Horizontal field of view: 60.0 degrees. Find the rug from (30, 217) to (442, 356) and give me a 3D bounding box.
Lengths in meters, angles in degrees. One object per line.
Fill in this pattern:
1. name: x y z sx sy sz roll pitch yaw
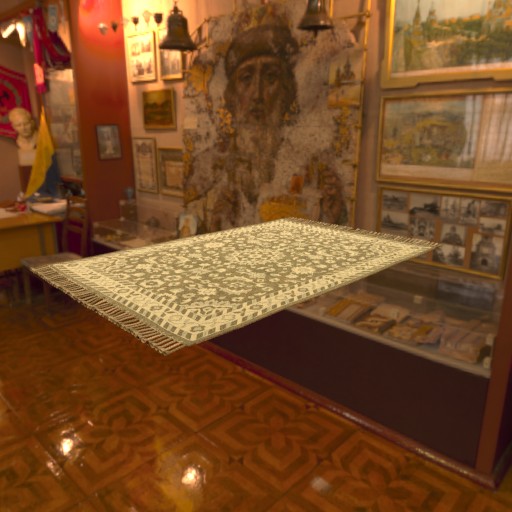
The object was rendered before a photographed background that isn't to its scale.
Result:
1. rug: 0.000 0.000 3.015 2.431 0.025 1.530 -15 22 -42
